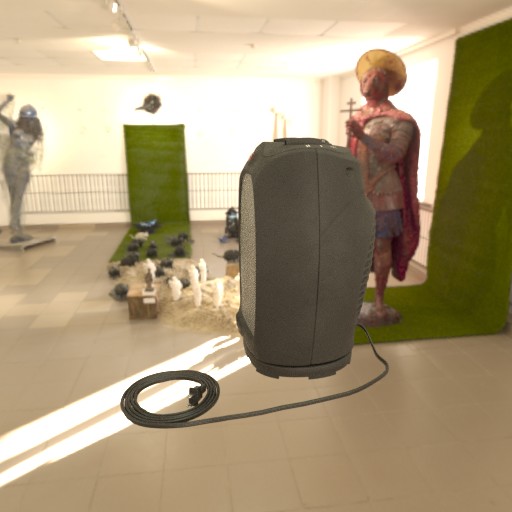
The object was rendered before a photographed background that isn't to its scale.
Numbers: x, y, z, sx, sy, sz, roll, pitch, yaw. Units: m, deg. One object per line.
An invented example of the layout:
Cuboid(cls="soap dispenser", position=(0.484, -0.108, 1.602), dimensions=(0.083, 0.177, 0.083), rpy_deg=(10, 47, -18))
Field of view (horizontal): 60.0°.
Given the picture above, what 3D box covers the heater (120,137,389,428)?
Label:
Cuboid(cls="heater", position=(0.000, 0.000, 0.493), dimensions=(0.291, 0.255, 0.239), rpy_deg=(-2, 15, -8))
